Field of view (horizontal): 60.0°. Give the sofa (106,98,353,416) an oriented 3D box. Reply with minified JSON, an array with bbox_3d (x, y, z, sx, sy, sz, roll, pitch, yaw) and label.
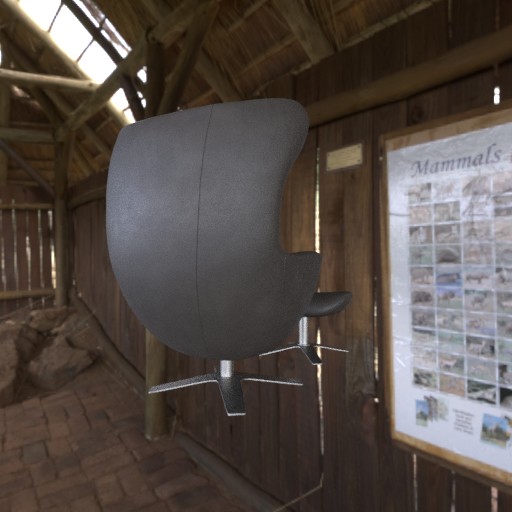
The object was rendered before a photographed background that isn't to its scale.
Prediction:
[{"bbox_3d":[0.000,0.000,2.112,0.894,1.135,1.444,1,1,35],"label":"sofa"}]
